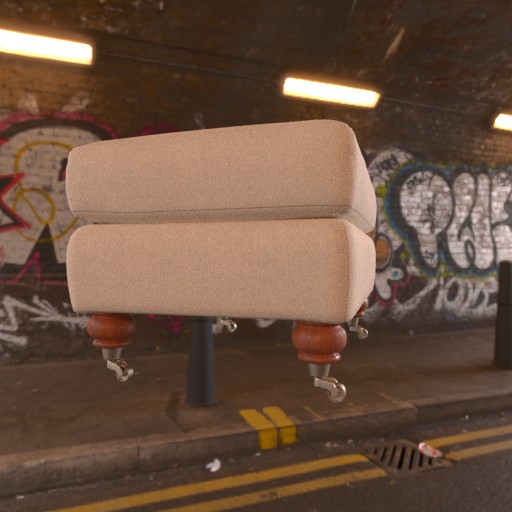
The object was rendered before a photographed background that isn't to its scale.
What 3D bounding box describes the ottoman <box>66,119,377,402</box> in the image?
[{"bbox_3d":[0.000,0.000,1.129,0.569,0.499,0.773,0,0,18],"label":"ottoman"}]
